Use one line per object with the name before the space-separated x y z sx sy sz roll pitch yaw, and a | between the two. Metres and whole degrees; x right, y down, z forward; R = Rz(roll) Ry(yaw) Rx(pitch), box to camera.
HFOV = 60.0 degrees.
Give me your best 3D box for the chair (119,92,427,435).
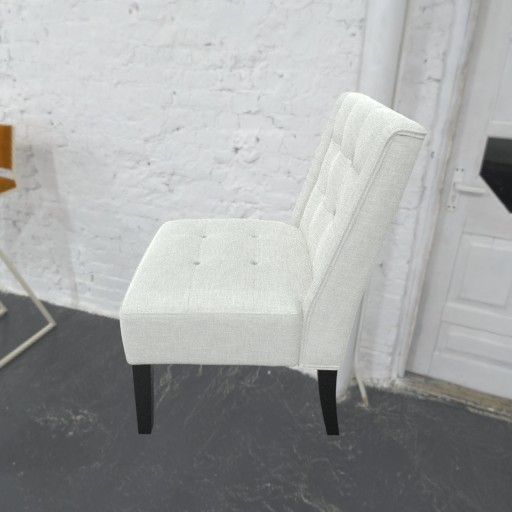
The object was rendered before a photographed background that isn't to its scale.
chair | 0.000 0.000 1.287 0.676 0.853 0.569 0 26 0
